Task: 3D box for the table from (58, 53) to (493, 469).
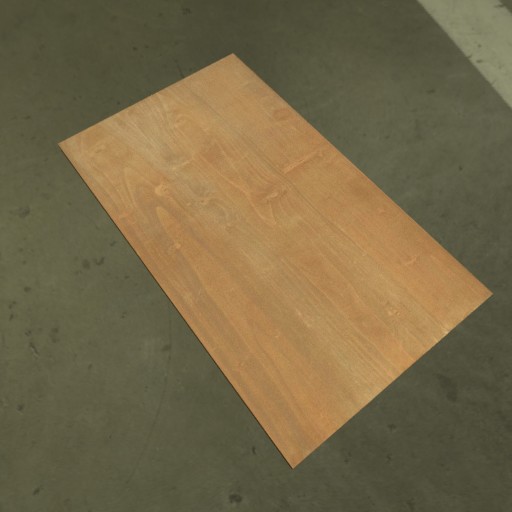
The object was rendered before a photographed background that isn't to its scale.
[{"bbox_3d":[0.000,0.000,2.121,0.946,0.780,1.609,-34,68,-16],"label":"table"}]
